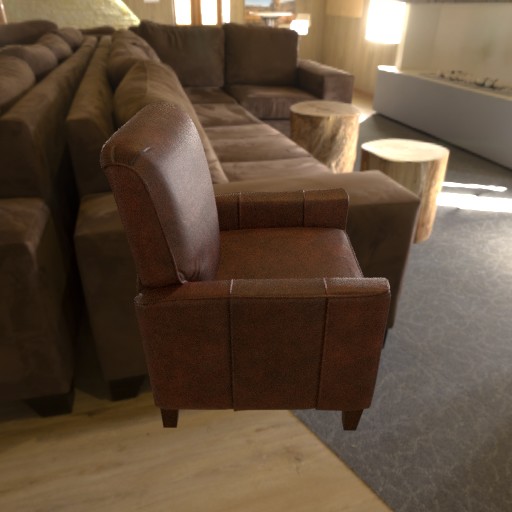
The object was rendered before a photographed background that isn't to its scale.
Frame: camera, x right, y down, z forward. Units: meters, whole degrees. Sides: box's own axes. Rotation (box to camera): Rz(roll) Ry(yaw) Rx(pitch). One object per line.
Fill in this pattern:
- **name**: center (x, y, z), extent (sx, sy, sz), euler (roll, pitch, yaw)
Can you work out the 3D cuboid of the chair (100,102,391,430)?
- **chair**: center (0.000, 0.000, 1.685), extent (0.836, 1.043, 0.843), euler (0, 30, 0)
